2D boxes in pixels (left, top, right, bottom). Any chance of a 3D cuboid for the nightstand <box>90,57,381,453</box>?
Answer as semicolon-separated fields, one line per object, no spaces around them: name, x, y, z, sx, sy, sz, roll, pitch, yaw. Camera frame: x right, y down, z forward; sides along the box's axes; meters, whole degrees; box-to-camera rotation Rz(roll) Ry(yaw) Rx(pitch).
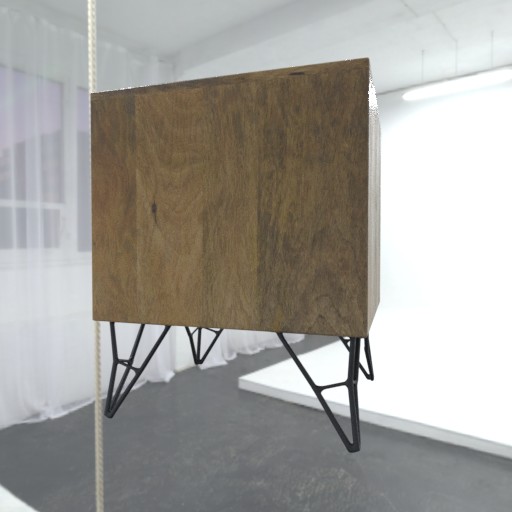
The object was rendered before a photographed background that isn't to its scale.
nightstand;0.000;0.000;0.876;0.457;0.559;0.406;0;2;18
